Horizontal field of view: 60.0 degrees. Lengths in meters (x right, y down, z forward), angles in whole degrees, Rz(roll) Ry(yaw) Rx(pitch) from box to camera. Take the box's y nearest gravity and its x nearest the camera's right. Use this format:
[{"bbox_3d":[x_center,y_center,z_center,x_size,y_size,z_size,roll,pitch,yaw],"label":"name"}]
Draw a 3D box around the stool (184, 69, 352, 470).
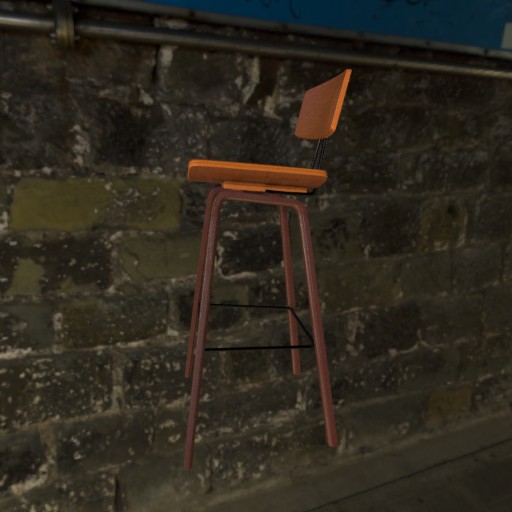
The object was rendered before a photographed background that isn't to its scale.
[{"bbox_3d":[0.000,0.000,1.276,0.440,0.969,0.509,-2,13,-8],"label":"stool"}]
